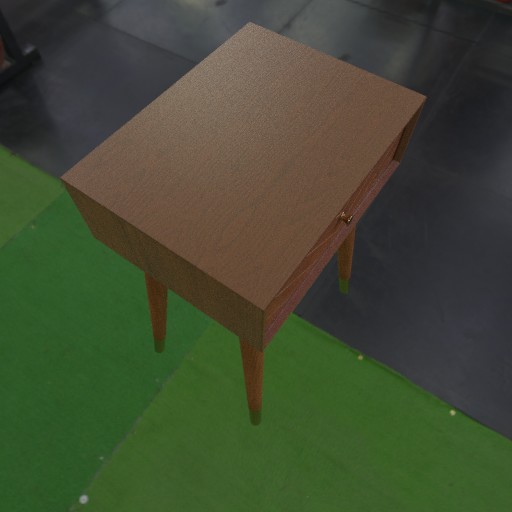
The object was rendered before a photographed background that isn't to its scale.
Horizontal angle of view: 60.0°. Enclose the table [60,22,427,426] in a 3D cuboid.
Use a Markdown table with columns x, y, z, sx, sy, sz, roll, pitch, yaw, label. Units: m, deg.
| x | y | z | sx | sy | sz | roll | pitch | yaw | label |
| --- | --- | --- | --- | --- | --- | --- | --- | --- | --- |
| 0.000 | 0.000 | 0.816 | 0.300 | 0.599 | 0.406 | 31 | 64 | 17 | table |
